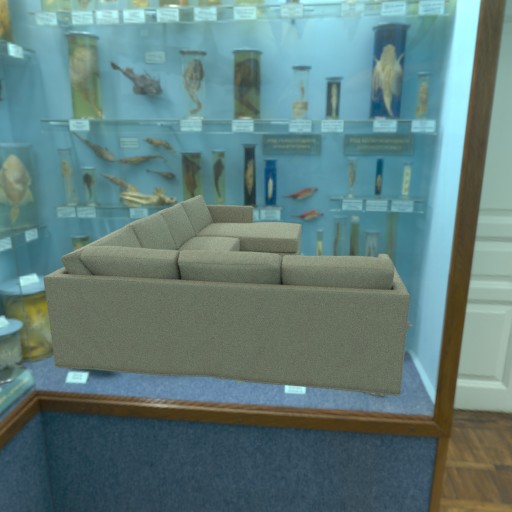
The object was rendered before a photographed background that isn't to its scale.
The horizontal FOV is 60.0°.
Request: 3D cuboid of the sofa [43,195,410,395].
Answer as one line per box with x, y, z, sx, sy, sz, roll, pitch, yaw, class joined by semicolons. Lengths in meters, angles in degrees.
0.000;0.000;4.548;2.427;0.882;3.460;2;15;8;sofa
